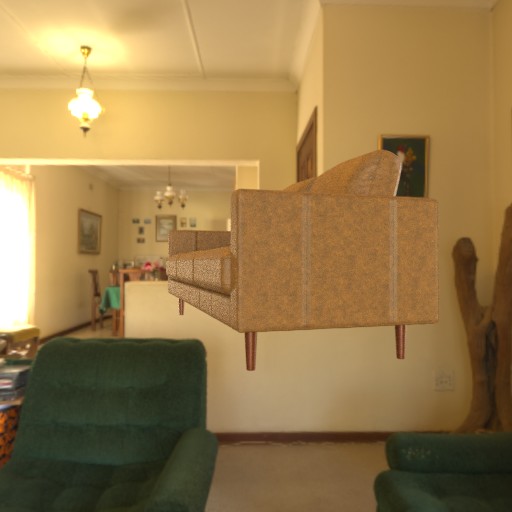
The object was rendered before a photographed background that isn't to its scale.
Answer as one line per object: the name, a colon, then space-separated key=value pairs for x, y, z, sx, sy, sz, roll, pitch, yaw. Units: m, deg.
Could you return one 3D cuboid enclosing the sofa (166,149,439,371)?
sofa: x=0.000 y=0.000 z=2.774 sx=0.903 sy=0.930 sz=2.231 roll=0 pitch=-1 yaw=-18
